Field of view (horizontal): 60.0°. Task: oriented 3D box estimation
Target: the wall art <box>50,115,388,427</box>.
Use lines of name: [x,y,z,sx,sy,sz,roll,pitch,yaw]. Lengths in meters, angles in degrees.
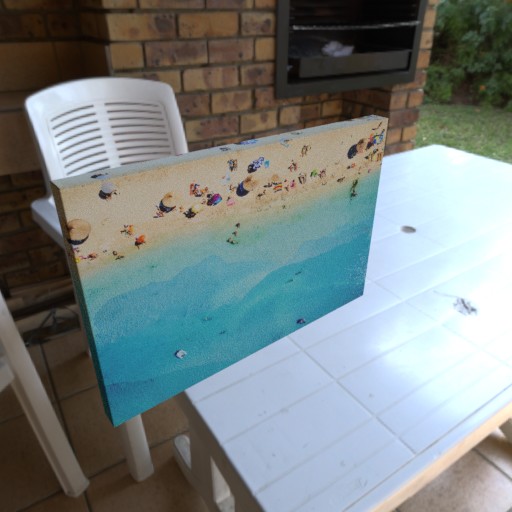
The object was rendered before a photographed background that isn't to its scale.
wall art: [0.000,0.000,1.158,0.894,0.595,0.057,-21,36,-33]
